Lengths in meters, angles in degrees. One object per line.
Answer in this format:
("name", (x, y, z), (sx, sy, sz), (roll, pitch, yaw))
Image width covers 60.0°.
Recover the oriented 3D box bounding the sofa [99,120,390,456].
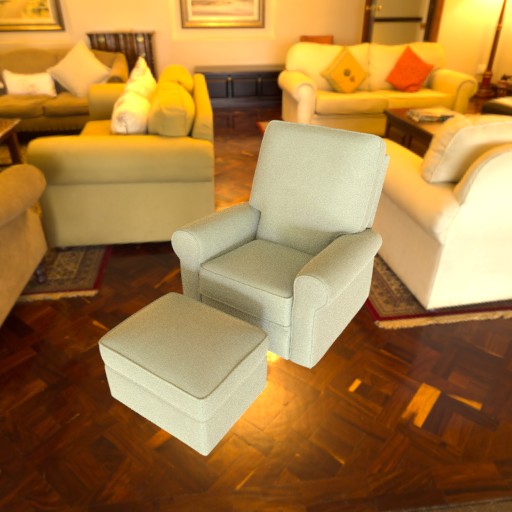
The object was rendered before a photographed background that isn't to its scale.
("sofa", (0.000, 0.000, 2.082), (0.880, 0.959, 1.478), (19, 35, 29))
